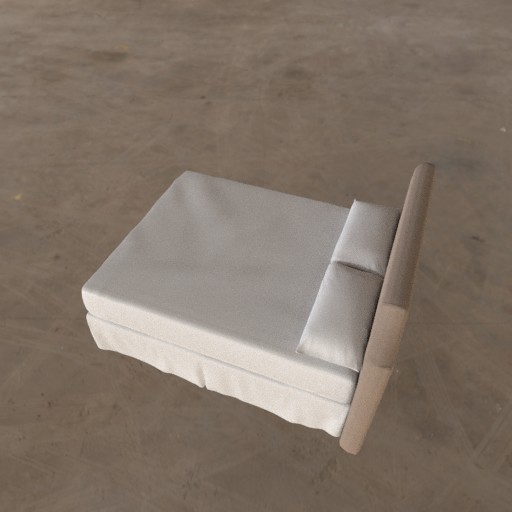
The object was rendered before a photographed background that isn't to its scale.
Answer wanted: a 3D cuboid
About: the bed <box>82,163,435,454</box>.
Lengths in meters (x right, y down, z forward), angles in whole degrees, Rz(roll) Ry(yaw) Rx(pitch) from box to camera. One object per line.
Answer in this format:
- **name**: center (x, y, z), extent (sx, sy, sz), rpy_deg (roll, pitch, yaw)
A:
- **bed**: center (0.000, 0.000, 3.347), extent (2.164, 1.303, 1.828), rpy_deg (16, 47, 15)
